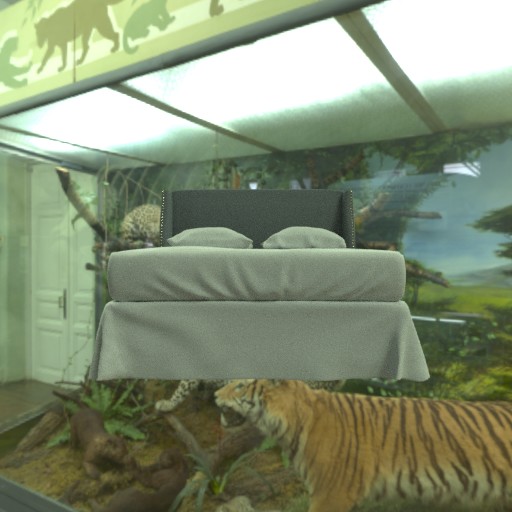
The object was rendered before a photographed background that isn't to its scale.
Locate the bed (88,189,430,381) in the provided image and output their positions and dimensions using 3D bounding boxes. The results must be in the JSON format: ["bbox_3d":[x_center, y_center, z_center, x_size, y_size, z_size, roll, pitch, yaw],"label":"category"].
[{"bbox_3d":[0.000,0.000,3.415,1.925,1.332,2.276,0,0,1],"label":"bed"}]
